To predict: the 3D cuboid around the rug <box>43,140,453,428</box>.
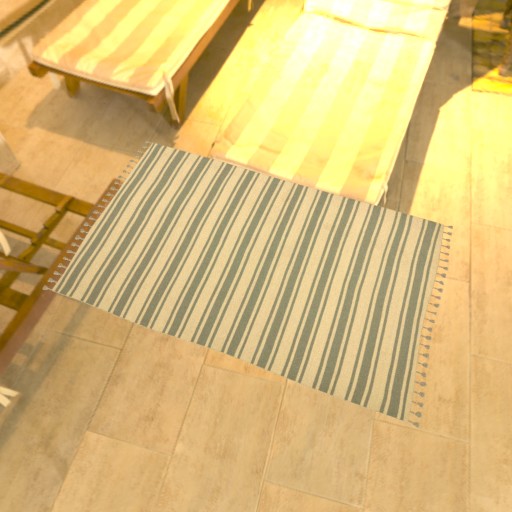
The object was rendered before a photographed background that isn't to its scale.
[{"bbox_3d":[0.000,0.000,2.536,2.084,0.009,1.222,18,60,11],"label":"rug"}]
